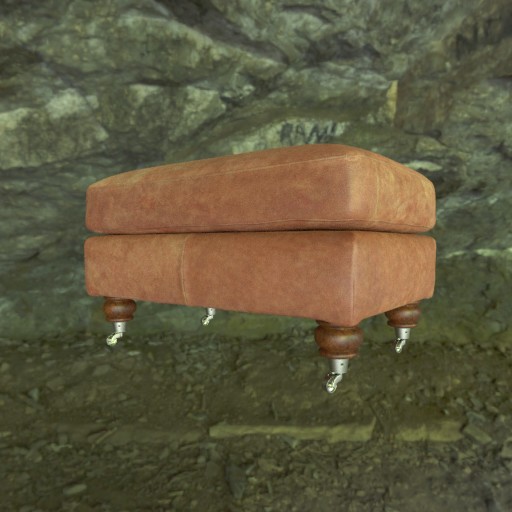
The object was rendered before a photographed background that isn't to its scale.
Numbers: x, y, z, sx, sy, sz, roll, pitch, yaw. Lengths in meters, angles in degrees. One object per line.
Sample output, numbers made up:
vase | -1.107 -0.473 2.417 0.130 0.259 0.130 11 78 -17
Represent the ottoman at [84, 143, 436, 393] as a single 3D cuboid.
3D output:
ottoman | 0.000 0.000 1.224 0.852 0.507 0.565 1 2 36
